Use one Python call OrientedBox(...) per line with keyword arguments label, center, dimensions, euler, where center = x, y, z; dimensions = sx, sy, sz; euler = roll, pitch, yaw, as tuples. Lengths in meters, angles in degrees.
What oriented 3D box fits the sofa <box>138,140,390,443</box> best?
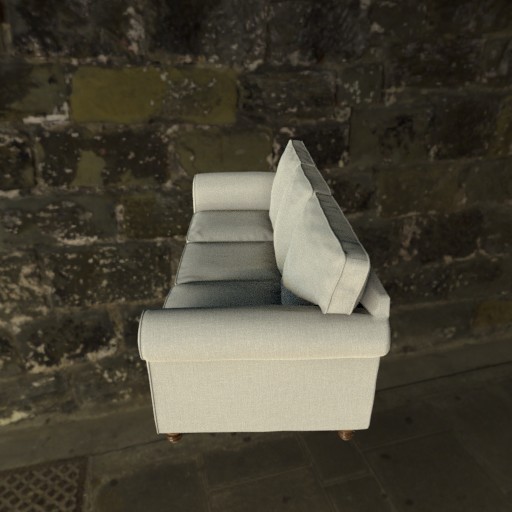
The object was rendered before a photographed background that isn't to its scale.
OrientedBox(label="sofa", center=(0.000, 0.000, 2.547), dimensions=(0.916, 0.961, 2.084), euler=(-1, 26, -1))
